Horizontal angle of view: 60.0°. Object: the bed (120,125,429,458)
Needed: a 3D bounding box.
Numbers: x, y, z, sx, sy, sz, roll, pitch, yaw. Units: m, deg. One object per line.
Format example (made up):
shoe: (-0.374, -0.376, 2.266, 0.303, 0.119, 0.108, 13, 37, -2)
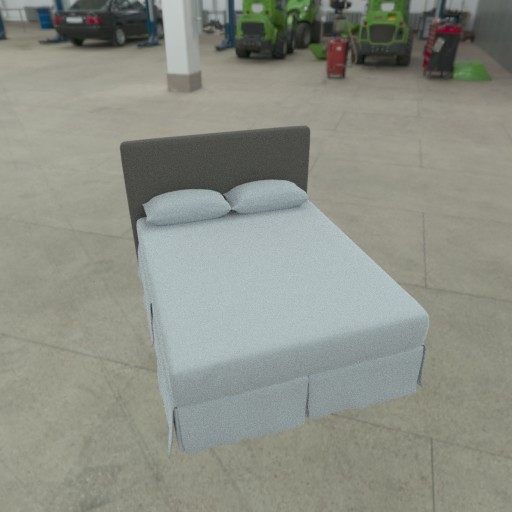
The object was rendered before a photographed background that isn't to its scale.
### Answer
bed: (0.000, 0.000, 3.335, 1.748, 1.330, 2.142, -10, 32, -16)
